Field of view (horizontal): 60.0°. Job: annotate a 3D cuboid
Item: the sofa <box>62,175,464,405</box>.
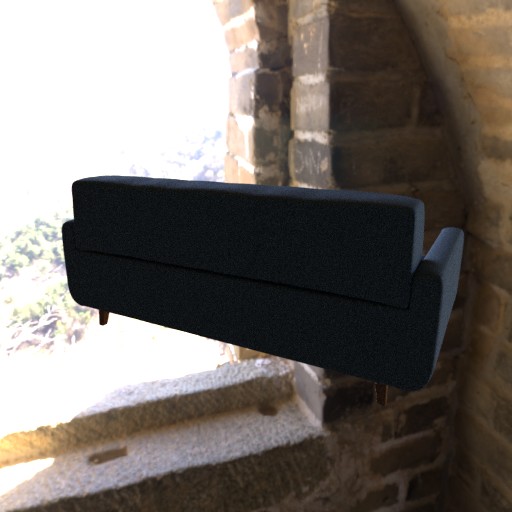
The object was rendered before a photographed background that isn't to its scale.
[{"bbox_3d":[0.000,0.000,2.501,2.055,0.884,0.942,9,18,27],"label":"sofa"}]
